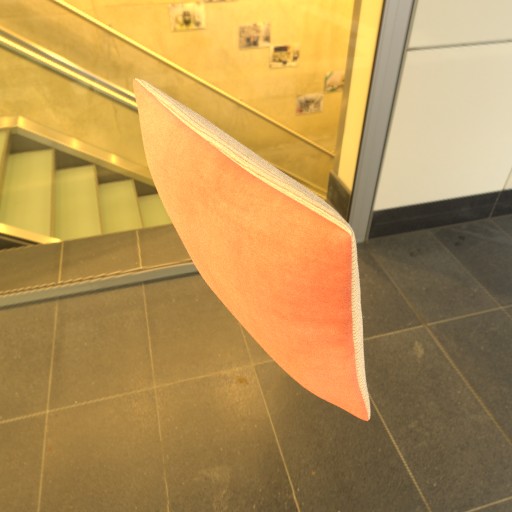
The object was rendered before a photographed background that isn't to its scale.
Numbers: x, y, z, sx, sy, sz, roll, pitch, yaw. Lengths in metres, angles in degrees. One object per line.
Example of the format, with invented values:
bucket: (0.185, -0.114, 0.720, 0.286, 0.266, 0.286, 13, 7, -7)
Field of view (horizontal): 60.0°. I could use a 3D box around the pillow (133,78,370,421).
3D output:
pillow: (0.000, 0.000, 0.631, 0.177, 0.401, 0.424, -24, 46, -26)
